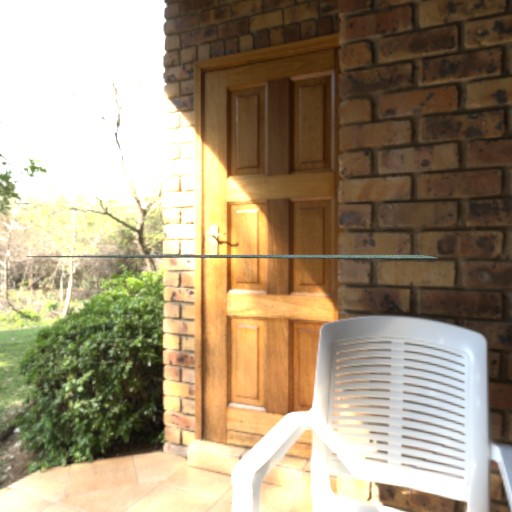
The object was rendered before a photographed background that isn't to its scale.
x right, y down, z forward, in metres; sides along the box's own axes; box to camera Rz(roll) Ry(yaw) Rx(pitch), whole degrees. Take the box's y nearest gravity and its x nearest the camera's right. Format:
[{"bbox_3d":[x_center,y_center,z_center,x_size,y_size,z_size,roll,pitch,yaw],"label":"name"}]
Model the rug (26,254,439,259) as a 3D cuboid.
[{"bbox_3d":[0.000,0.000,4.200,3.045,0.007,2.436,0,1,19],"label":"rug"}]
